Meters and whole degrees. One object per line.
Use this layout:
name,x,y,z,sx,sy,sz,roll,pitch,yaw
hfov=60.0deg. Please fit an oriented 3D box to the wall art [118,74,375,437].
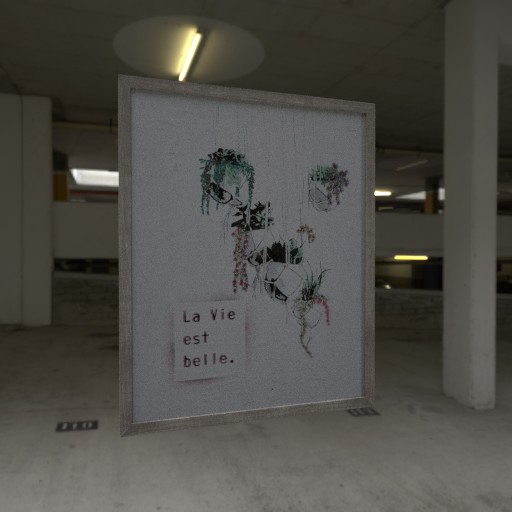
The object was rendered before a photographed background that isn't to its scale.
wall art,0.000,0.000,0.714,0.421,0.521,0.032,0,1,-18
